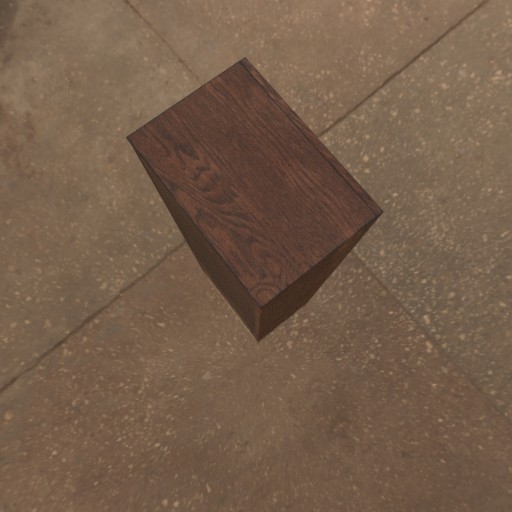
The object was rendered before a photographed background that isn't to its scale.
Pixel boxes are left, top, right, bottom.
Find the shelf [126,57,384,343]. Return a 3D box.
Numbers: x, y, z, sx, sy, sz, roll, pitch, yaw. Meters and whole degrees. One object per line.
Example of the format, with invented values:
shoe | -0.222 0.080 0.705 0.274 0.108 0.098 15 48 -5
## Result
shelf | 0.000 0.000 1.909 0.395 1.732 0.539 -37 79 -8
